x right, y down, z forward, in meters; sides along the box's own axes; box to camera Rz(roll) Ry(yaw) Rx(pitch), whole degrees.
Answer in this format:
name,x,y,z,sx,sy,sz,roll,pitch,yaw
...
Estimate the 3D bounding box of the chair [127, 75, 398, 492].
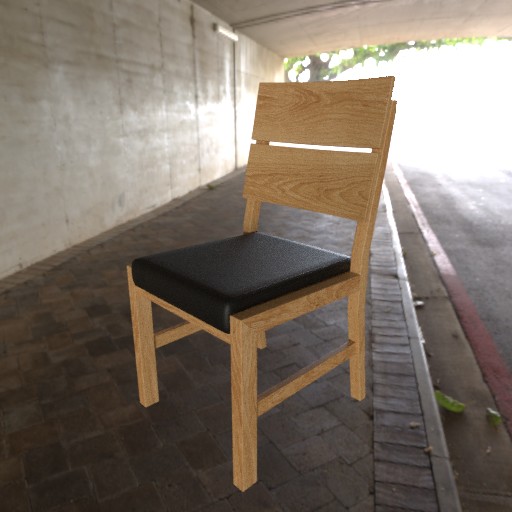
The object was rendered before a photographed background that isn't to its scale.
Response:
name,x,y,z,sx,sy,sz,roll,pitch,yaw
chair,0.000,0.000,1.252,0.569,0.950,0.475,-17,25,-41
